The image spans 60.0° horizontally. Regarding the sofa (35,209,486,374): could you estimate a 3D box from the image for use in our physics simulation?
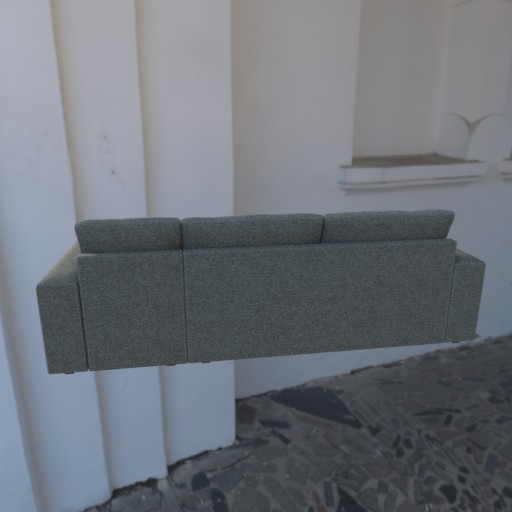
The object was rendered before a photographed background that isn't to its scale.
[{"bbox_3d":[0.000,0.000,3.457,2.718,0.940,1.689,-3,16,-9],"label":"sofa"}]
